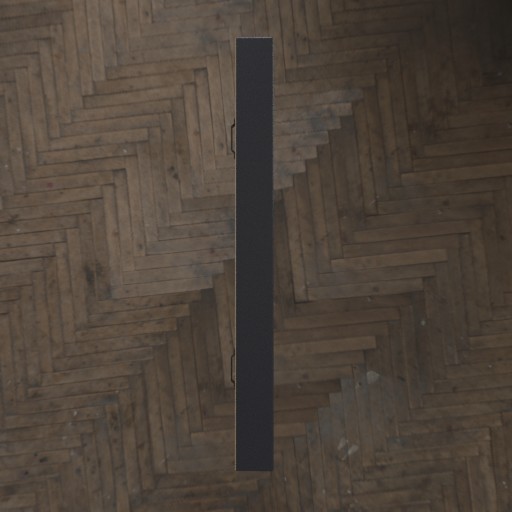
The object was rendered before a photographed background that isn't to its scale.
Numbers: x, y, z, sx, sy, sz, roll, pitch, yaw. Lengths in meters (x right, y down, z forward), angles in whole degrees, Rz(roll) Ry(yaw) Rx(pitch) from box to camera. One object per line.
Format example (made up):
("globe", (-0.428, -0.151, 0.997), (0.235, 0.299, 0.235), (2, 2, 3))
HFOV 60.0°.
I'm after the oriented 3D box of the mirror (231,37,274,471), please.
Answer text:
("mirror", (0.000, 0.000, 0.667), (0.041, 0.508, 0.405), (0, 89, 1))
